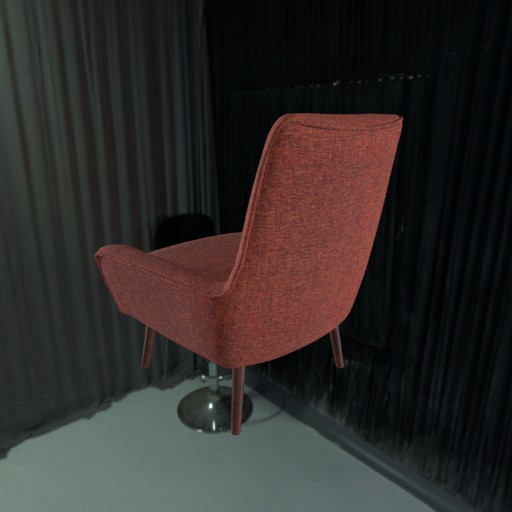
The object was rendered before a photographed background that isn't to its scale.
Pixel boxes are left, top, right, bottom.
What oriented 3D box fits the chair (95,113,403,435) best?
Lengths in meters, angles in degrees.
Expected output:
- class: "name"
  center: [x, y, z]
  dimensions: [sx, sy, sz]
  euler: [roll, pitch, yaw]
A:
- class: "chair"
  center: [0.000, 0.000, 1.495]
  dimensions: [0.803, 0.911, 0.784]
  euler: [-16, 24, -42]
